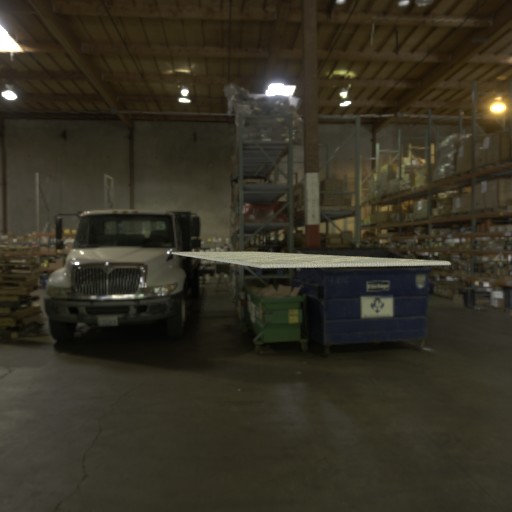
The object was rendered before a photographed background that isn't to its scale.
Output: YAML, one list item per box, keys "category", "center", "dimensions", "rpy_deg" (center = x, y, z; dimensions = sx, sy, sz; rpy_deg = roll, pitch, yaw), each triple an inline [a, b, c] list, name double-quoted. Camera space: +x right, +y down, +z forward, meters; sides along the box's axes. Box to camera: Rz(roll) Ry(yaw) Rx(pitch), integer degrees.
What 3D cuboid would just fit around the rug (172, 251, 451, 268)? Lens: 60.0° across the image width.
- category: "rug"
  center: [0.000, 0.000, 2.491]
  dimensions: [0.678, 0.014, 2.276]
  rpy_deg: [0, 1, -17]
